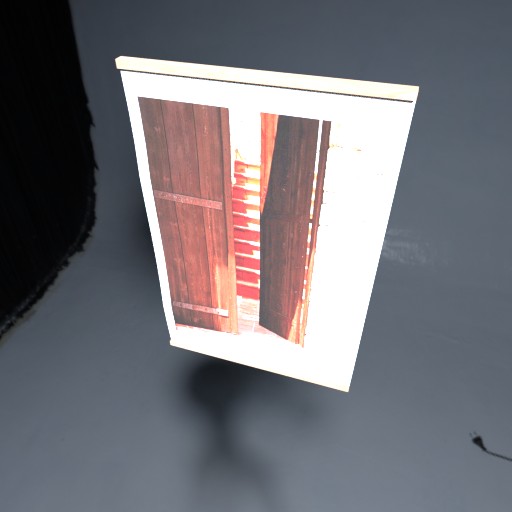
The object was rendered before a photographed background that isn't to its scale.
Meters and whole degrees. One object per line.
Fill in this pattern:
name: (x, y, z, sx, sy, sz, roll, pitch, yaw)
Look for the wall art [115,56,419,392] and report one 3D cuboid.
wall art: (0.000, 0.000, 0.633, 0.332, 0.508, 0.012, 12, 41, 14)
